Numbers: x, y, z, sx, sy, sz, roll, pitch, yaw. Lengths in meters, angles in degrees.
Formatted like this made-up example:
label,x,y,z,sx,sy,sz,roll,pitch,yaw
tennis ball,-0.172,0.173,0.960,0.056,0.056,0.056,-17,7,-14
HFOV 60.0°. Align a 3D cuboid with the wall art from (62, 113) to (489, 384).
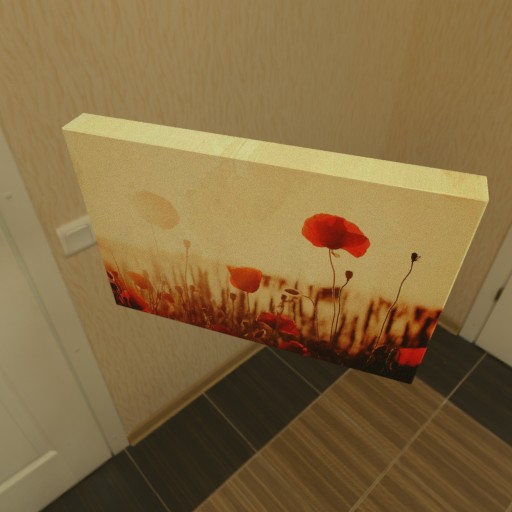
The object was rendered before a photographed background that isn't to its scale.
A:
label,x,y,z,sx,sy,sz,roll,pitch,yaw
wall art,0.000,0.000,0.475,0.383,0.251,0.037,13,43,14
